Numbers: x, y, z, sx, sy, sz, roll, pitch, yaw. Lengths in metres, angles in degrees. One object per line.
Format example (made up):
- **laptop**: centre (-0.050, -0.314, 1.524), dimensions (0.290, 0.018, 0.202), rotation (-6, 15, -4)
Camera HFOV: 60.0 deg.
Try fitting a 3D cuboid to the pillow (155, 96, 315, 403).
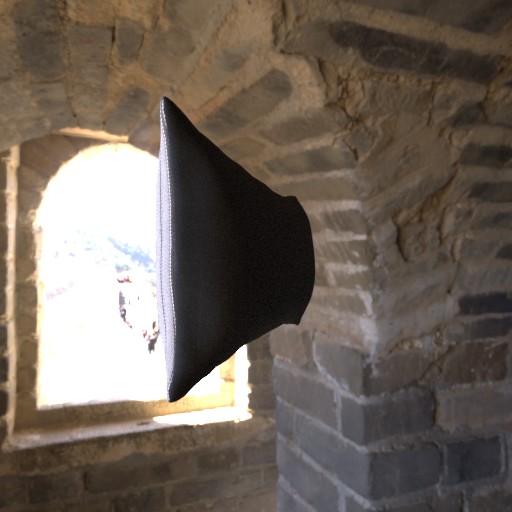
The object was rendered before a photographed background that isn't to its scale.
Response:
- **pillow**: centre (0.000, 0.000, 0.720), dimensions (0.151, 0.305, 0.609), rotation (0, -1, 17)
